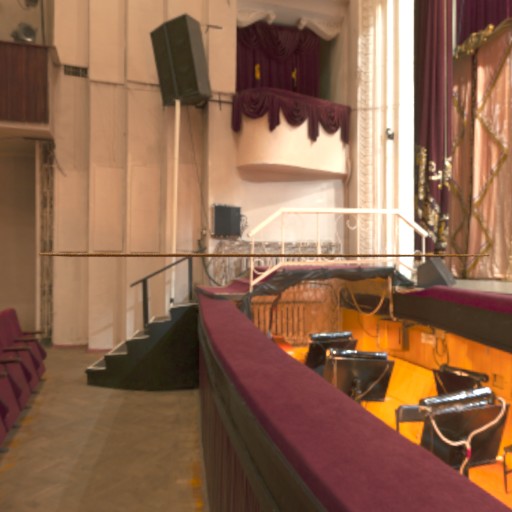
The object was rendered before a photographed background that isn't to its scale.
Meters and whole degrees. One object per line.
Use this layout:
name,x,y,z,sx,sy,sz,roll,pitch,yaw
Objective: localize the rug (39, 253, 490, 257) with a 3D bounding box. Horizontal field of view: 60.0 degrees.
rug,0.000,0.000,2.961,2.424,0.010,1.511,0,0,-18
